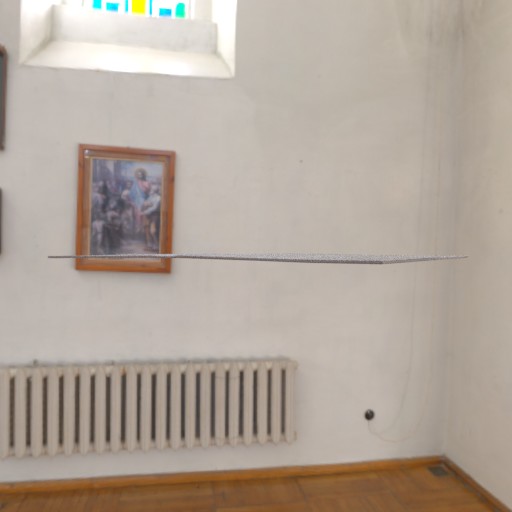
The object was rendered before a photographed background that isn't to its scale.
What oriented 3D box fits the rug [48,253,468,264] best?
[{"bbox_3d":[0.000,0.000,2.943,2.307,0.030,1.604,1,1,36],"label":"rug"}]
